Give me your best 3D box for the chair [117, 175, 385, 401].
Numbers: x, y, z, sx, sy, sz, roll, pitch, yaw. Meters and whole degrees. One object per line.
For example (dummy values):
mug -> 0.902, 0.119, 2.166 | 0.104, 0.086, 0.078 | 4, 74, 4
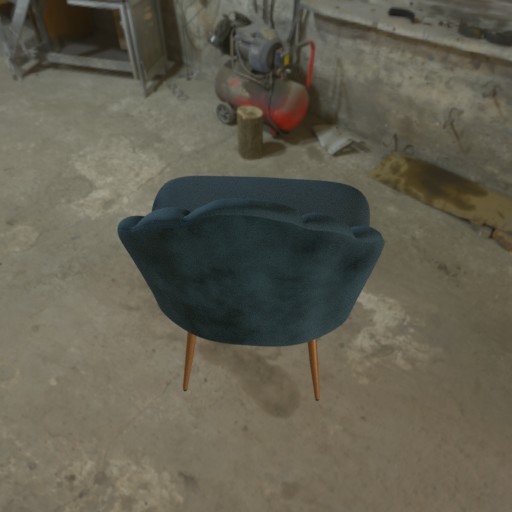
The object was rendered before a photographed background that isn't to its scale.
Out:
chair -> 0.000, 0.000, 1.261 | 0.657, 0.819, 0.599 | 3, 45, 3
